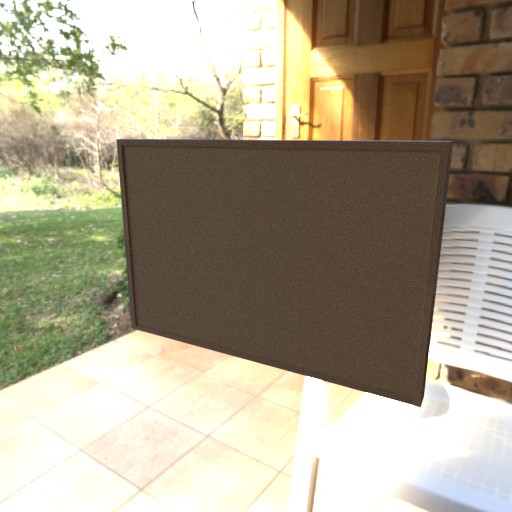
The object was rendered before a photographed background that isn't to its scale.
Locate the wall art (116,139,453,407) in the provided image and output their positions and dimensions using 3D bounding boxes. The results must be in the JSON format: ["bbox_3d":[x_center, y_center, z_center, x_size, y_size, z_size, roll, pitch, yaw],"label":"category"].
[{"bbox_3d":[0.000,0.000,0.803,0.613,0.407,0.035,8,17,28],"label":"wall art"}]
